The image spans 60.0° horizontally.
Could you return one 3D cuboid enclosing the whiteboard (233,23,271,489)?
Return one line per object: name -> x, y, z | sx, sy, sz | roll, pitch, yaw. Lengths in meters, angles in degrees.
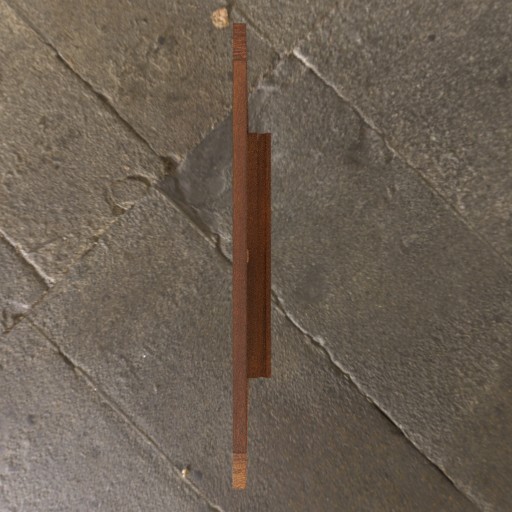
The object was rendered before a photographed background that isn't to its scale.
whiteboard -> 0.000, 0.000, 1.024 | 0.083, 0.559, 0.783 | 0, 90, 0
